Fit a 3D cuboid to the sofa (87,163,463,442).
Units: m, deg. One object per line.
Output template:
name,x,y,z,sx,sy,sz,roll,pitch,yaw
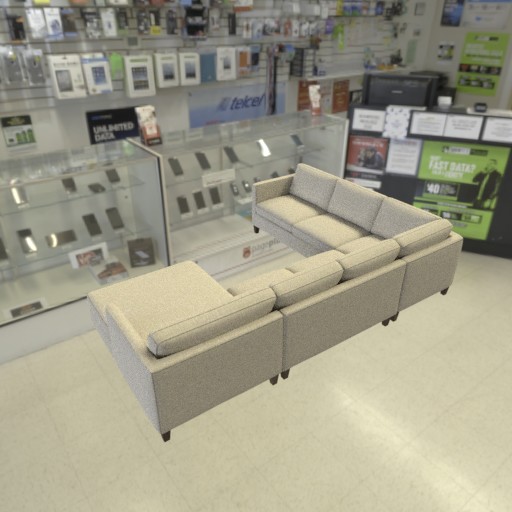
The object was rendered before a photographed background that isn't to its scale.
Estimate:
sofa,0.000,0.000,4.640,3.403,0.889,2.551,-19,34,-30
